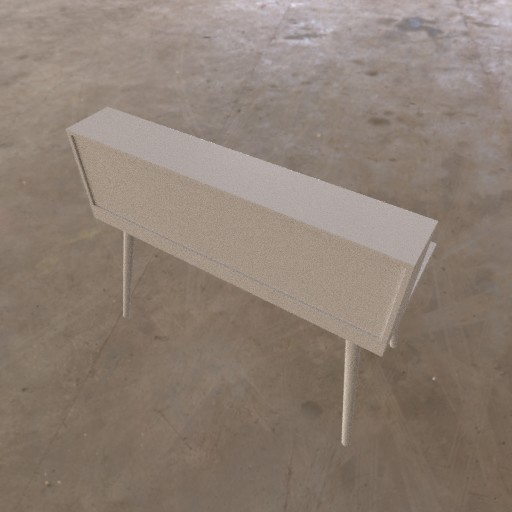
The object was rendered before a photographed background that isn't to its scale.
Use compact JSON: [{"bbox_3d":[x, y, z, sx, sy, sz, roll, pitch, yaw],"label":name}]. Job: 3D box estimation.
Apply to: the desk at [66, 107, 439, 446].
[{"bbox_3d":[0.000,0.000,1.761,1.199,0.990,0.559,24,50,22],"label":"desk"}]
